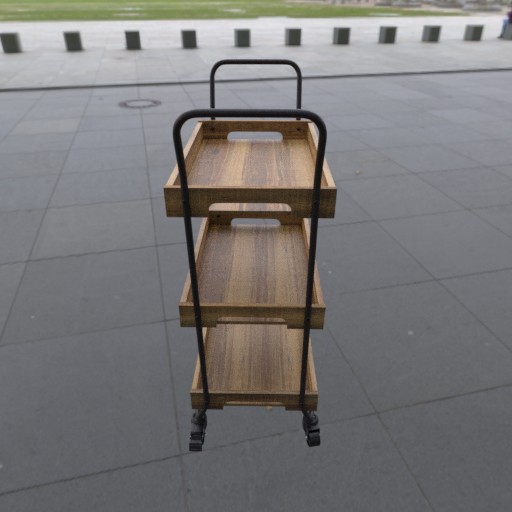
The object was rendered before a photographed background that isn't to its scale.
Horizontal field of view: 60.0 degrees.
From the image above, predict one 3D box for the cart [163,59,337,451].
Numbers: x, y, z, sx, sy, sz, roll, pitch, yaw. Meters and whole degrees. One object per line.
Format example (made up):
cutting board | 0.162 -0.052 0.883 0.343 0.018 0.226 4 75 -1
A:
cart | 0.000 0.000 1.133 0.339 0.857 0.583 1 31 1
